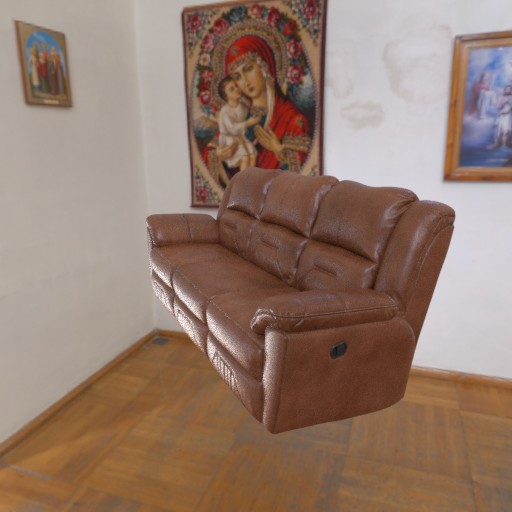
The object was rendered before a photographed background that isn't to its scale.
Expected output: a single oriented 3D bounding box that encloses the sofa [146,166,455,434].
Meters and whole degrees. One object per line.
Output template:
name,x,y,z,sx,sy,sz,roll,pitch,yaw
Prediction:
sofa,0.000,0.000,2.878,0.991,1.043,2.337,-7,17,-25
